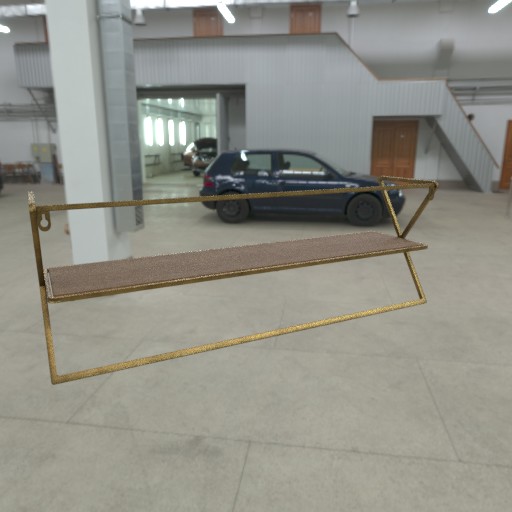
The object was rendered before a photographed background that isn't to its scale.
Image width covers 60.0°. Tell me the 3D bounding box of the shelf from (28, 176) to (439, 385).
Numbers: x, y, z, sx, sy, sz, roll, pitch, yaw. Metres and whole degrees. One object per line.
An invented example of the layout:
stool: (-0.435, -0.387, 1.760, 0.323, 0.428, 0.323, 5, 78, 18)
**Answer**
shelf: (0.000, 0.000, 0.729, 0.645, 0.229, 0.150, -7, 16, -26)
